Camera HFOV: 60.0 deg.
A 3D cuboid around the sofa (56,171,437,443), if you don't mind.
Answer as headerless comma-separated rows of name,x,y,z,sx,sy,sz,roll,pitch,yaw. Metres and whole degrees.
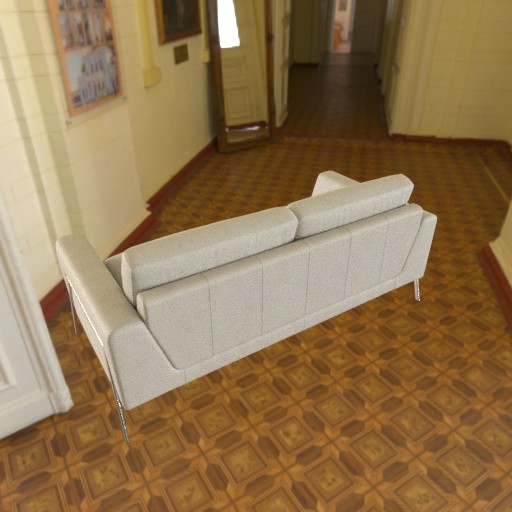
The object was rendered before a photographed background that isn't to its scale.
sofa,0.000,0.000,2.610,2.017,0.875,0.953,-18,35,-28
